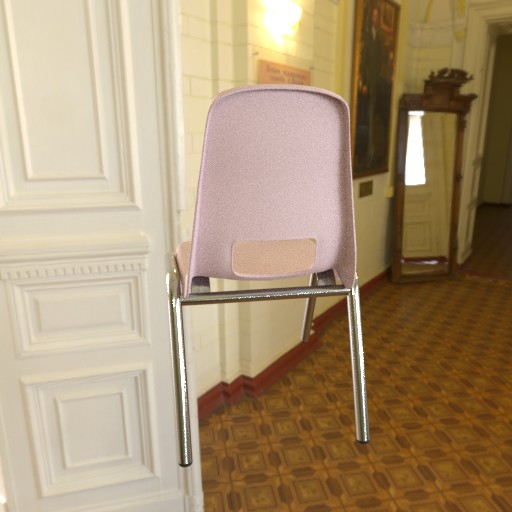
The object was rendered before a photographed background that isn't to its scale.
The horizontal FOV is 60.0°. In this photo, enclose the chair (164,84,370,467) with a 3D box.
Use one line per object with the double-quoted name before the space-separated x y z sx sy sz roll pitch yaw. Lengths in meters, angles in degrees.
"chair" 0.000 0.000 0.863 0.354 0.586 0.423 -3 15 -10
